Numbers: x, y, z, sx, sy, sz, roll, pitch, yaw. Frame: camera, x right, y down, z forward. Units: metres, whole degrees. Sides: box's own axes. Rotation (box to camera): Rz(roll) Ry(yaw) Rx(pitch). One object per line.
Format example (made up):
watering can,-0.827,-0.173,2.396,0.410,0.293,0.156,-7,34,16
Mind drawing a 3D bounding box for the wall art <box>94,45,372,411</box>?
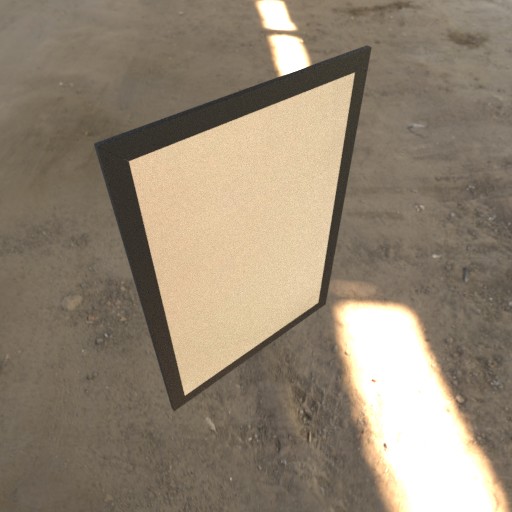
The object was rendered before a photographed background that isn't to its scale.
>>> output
wall art,0.000,0.000,0.678,0.379,0.530,0.008,-30,53,-26
